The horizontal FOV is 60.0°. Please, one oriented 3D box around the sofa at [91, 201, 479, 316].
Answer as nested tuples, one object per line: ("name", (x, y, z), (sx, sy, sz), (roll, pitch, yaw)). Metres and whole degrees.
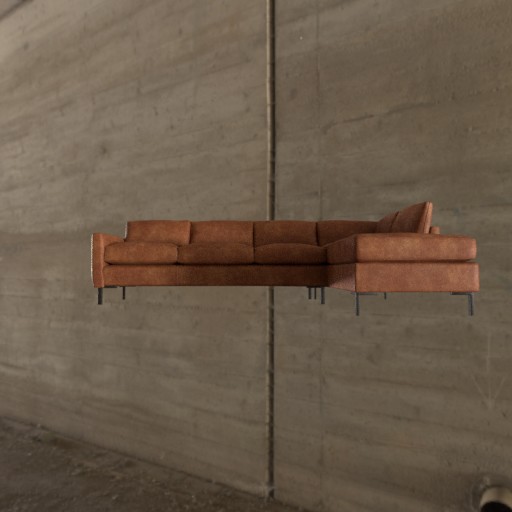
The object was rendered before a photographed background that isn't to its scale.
("sofa", (0.000, 0.000, 3.918), (2.984, 0.877, 1.938), (0, -2, -1))
